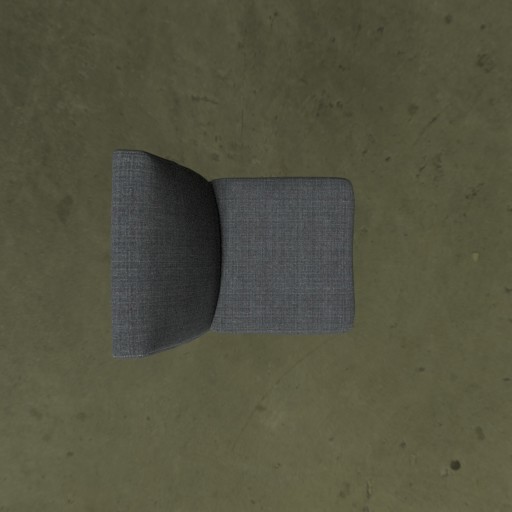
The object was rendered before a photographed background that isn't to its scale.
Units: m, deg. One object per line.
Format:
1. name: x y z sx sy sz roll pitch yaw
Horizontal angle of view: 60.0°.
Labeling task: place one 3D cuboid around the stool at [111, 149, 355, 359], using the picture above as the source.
1. stool: 0.000 0.000 1.405 0.570 1.112 0.483 0 90 1
